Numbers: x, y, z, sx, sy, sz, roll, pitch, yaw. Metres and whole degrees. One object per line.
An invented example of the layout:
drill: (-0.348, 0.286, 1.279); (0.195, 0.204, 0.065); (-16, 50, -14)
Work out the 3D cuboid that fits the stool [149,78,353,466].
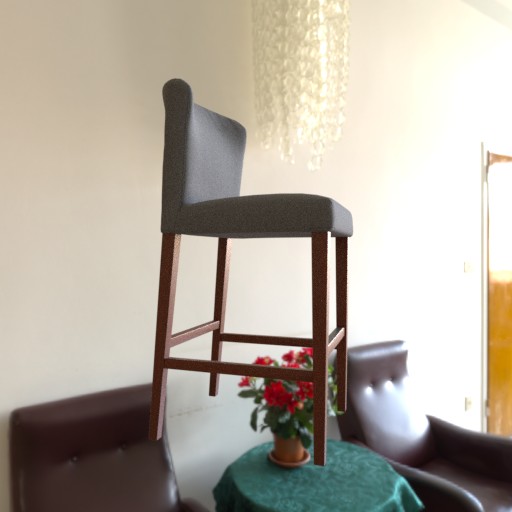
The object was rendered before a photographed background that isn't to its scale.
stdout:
stool: (0.000, 0.000, 1.412); (0.568, 1.069, 0.481); (0, 1, 19)
